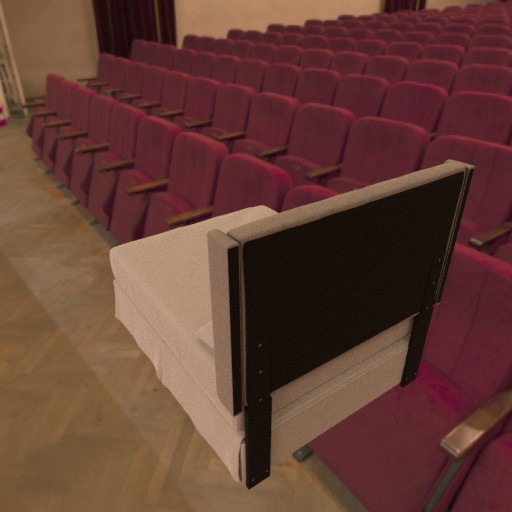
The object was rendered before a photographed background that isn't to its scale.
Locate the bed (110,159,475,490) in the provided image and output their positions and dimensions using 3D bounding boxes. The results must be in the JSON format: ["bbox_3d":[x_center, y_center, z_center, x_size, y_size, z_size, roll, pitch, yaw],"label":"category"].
[{"bbox_3d":[0.000,0.000,3.287,1.719,1.665,2.066,-19,35,-30],"label":"bed"}]
